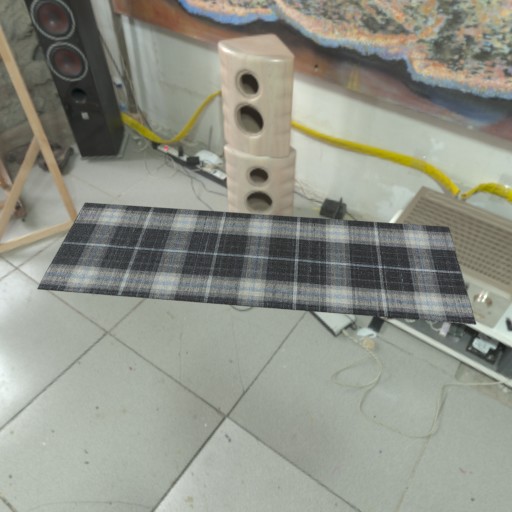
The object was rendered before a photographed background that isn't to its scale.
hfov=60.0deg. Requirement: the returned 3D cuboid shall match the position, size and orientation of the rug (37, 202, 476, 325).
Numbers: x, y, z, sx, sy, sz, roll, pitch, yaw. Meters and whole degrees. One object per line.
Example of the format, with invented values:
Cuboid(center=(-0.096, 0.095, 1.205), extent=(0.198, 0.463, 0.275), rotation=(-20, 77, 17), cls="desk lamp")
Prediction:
Cuboid(center=(0.000, 0.000, 2.694), extent=(2.434, 0.012, 0.760), rotation=(4, 47, 4), cls="rug")
